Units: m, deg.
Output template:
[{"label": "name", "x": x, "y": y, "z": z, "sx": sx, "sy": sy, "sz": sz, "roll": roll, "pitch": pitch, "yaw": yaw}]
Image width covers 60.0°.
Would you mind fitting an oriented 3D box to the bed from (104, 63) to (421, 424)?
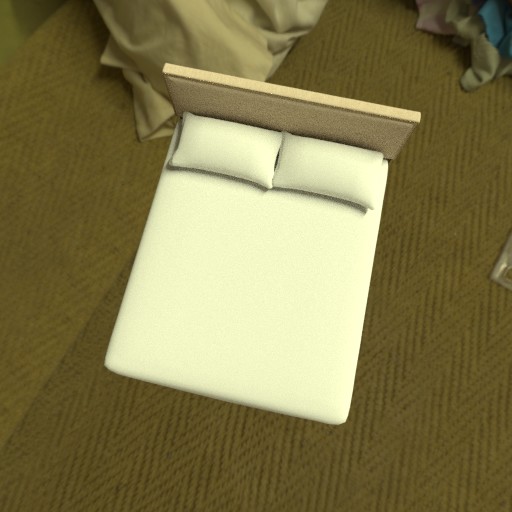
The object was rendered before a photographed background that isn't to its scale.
[{"label": "bed", "x": 0.000, "y": 0.000, "z": 2.910, "sx": 1.616, "sy": 1.016, "sz": 1.876, "roll": 12, "pitch": 75, "yaw": 3}]
